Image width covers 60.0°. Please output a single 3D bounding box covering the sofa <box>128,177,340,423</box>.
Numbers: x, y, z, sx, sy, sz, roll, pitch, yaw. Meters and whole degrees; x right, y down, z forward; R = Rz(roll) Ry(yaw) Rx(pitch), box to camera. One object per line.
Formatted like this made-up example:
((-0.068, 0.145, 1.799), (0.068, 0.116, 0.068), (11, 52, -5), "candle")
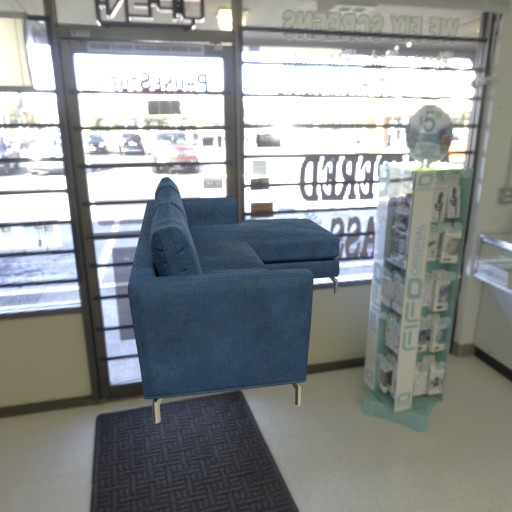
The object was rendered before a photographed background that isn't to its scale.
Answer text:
((0.000, 0.000, 3.276), (1.622, 0.987, 2.438), (-3, 16, -11), "sofa")
